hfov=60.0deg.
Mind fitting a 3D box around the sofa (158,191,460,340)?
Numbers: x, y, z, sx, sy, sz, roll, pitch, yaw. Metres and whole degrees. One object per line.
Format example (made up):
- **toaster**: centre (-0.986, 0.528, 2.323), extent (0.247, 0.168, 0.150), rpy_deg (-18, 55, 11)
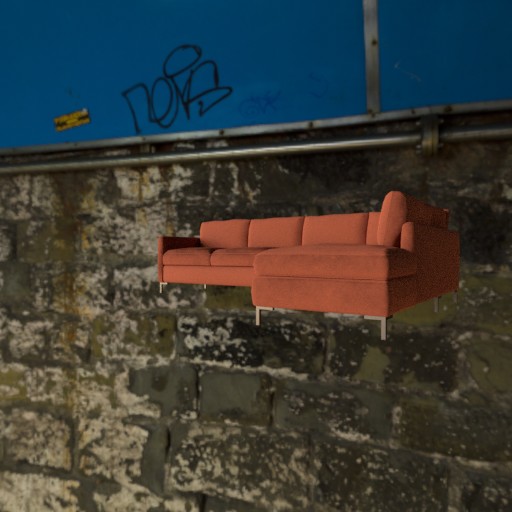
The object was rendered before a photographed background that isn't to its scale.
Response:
- **sofa**: centre (0.000, 0.000, 3.533), extent (2.736, 0.757, 1.879), rpy_deg (0, 0, 34)
